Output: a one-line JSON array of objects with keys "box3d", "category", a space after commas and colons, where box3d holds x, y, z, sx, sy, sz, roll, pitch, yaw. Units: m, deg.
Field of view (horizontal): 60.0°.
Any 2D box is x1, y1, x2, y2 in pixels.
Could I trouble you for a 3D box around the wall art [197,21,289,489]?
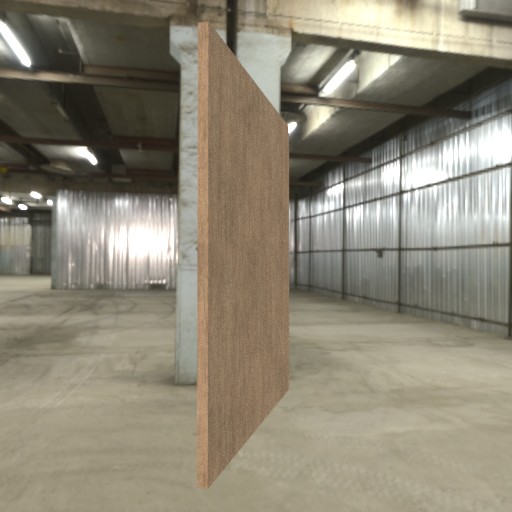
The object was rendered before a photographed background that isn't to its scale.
[{"box3d": [0.000, 0.000, 0.907, 0.018, 0.686, 0.534, 0, -1, 17], "category": "wall art"}]
